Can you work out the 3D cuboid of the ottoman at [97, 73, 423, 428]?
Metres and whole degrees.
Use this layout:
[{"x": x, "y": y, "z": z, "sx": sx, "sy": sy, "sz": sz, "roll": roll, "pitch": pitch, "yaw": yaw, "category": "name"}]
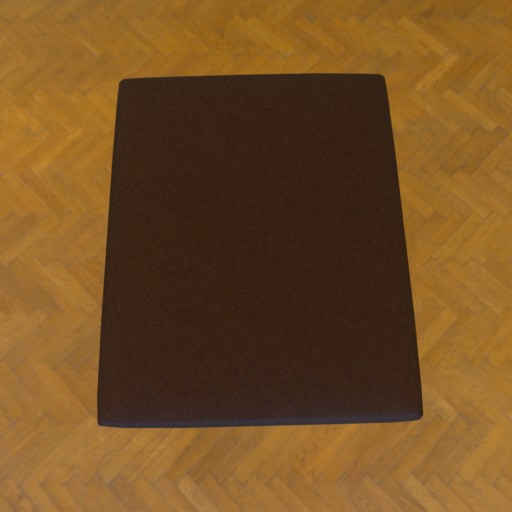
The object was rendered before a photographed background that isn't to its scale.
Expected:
[{"x": 0.000, "y": 0.000, "z": 1.722, "sx": 0.967, "sy": 0.730, "sz": 1.187, "roll": -1, "pitch": 75, "yaw": 0, "category": "ottoman"}]
